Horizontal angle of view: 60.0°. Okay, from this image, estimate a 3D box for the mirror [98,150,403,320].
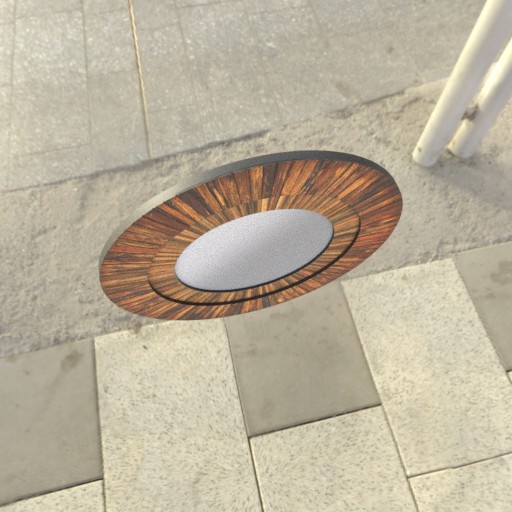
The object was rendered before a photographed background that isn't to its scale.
[{"bbox_3d":[0.000,0.000,1.603,1.077,1.077,0.036,-14,64,-7],"label":"mirror"}]
